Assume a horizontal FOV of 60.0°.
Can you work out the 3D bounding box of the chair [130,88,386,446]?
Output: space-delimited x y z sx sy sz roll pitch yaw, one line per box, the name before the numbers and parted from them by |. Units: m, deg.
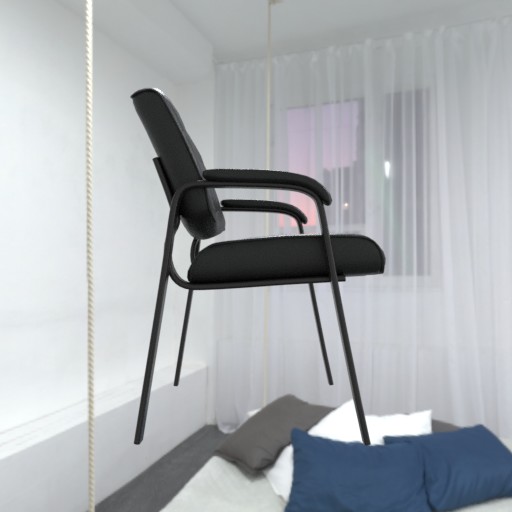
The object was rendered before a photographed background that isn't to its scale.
chair | 0.000 0.000 1.330 0.668 0.910 0.591 0 -1 0
